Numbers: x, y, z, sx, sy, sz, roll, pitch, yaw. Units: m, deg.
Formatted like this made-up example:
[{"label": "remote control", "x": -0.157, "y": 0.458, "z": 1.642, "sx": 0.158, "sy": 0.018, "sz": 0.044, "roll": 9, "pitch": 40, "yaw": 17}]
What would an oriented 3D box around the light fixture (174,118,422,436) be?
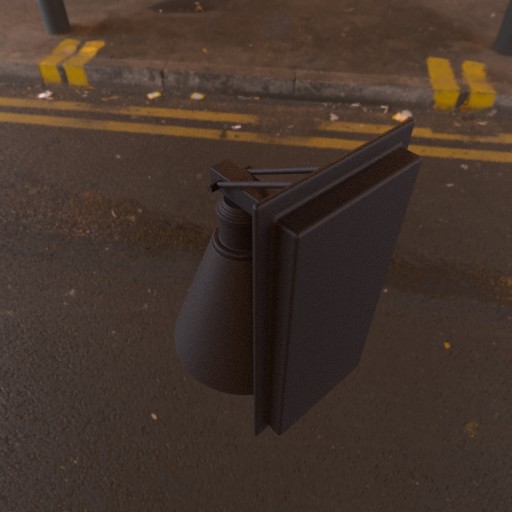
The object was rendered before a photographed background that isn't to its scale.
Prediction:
[{"label": "light fixture", "x": 0.000, "y": 0.000, "z": 0.421, "sx": 0.170, "sy": 0.298, "sz": 0.207, "roll": -32, "pitch": 53, "yaw": -28}]
